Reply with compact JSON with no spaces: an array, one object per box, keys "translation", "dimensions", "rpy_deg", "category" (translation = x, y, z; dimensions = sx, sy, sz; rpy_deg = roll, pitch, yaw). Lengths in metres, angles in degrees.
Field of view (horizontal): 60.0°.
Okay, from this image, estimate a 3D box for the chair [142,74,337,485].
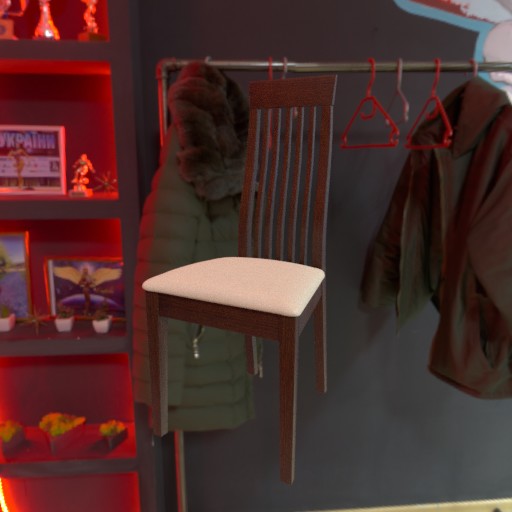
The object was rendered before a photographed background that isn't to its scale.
[{"translation":[0.000,0.000,1.280],"dimensions":[0.460,1.027,0.474],"rpy_deg":[7,15,27],"category":"chair"}]
